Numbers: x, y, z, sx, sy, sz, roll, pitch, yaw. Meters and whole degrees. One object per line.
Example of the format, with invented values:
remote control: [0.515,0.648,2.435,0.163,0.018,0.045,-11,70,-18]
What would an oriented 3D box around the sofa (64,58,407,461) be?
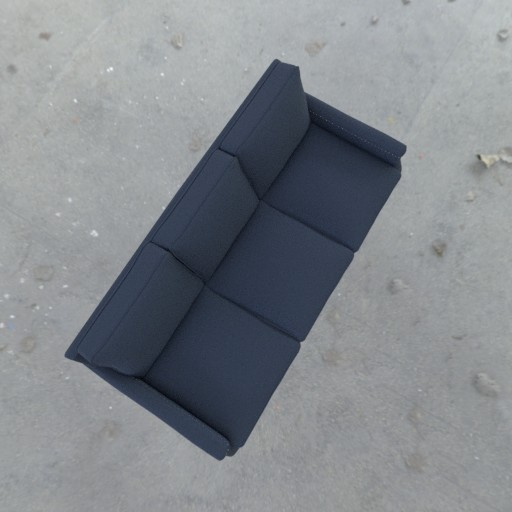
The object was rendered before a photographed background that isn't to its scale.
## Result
sofa: [0.000,0.000,2.832,1.084,1.003,2.246,31,78,7]
